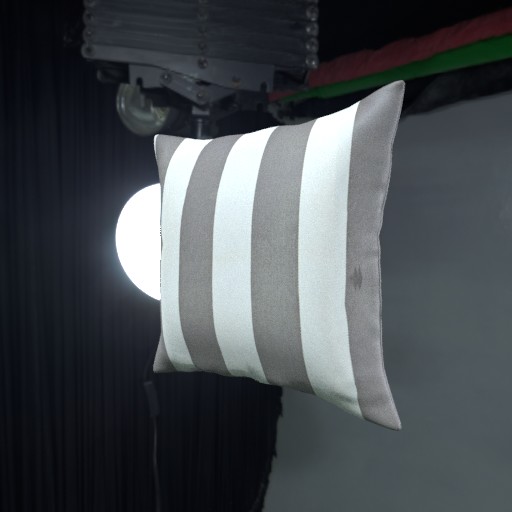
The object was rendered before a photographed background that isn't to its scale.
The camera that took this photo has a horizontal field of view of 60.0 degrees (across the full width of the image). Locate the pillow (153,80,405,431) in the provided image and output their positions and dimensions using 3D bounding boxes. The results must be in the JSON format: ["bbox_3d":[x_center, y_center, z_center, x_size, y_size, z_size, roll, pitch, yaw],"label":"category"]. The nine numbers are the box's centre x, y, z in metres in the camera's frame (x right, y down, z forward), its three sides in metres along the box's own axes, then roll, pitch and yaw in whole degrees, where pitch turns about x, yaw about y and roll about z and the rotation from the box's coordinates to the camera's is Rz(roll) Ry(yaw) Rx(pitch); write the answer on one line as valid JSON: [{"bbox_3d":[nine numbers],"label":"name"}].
[{"bbox_3d":[0.000,0.000,0.788,0.522,0.507,0.192,0,1,35],"label":"pillow"}]
